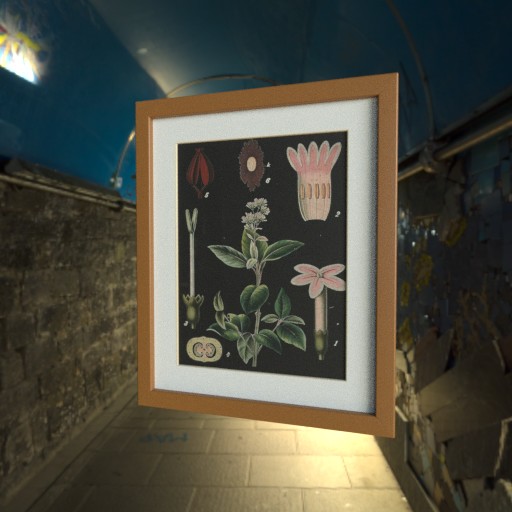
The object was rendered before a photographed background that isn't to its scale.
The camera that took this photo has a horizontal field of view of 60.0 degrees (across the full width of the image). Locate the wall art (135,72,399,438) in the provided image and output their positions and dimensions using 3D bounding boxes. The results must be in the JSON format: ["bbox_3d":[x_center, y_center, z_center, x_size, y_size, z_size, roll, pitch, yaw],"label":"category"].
[{"bbox_3d":[0.000,0.000,0.743,0.449,0.550,0.021,1,2,18],"label":"wall art"}]
